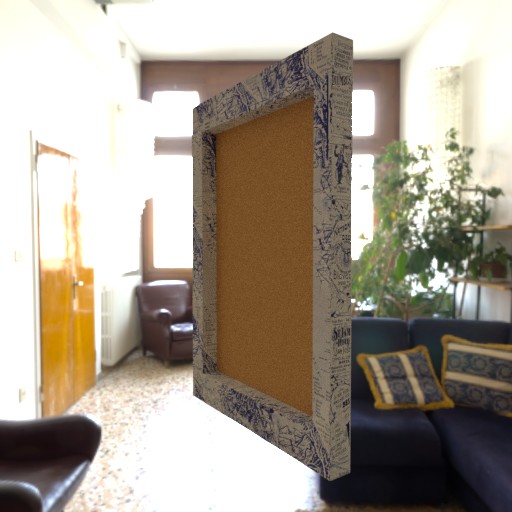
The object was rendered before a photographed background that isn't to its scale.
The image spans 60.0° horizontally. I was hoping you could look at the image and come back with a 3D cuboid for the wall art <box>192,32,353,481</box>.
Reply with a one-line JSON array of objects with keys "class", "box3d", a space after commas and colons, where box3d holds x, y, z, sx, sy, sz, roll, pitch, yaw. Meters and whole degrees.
[{"class": "wall art", "box3d": [0.000, 0.000, 0.770, 0.040, 0.601, 0.408, -1, 2, -35]}]
